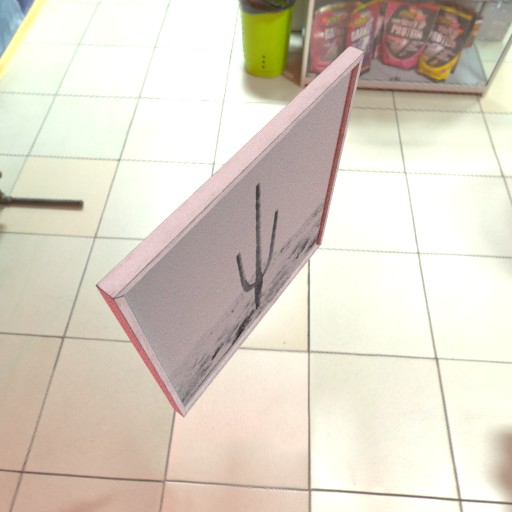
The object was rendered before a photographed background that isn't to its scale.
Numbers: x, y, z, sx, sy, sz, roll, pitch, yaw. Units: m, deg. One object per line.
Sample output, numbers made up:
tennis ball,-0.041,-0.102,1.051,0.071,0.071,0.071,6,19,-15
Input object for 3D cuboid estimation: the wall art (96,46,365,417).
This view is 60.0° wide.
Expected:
wall art,0.000,0.000,1.147,0.038,0.762,0.762,32,63,19
